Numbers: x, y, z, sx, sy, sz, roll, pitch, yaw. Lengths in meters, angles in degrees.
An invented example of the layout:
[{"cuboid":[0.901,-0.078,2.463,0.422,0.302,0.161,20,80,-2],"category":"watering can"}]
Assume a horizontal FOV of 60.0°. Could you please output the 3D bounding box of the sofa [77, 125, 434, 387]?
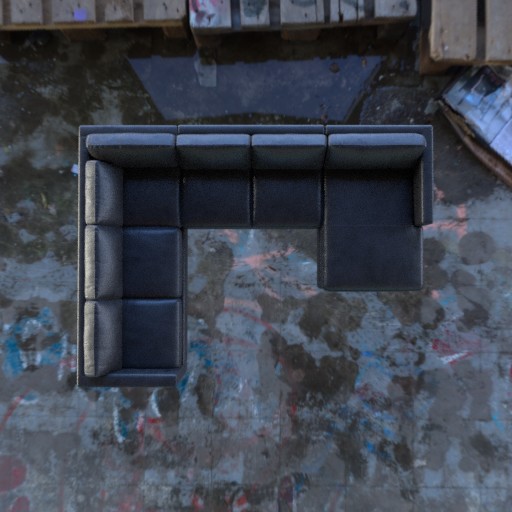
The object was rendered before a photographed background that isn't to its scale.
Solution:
[{"cuboid":[0.000,0.000,4.417,3.324,0.891,2.452,0,89,0],"category":"sofa"}]
